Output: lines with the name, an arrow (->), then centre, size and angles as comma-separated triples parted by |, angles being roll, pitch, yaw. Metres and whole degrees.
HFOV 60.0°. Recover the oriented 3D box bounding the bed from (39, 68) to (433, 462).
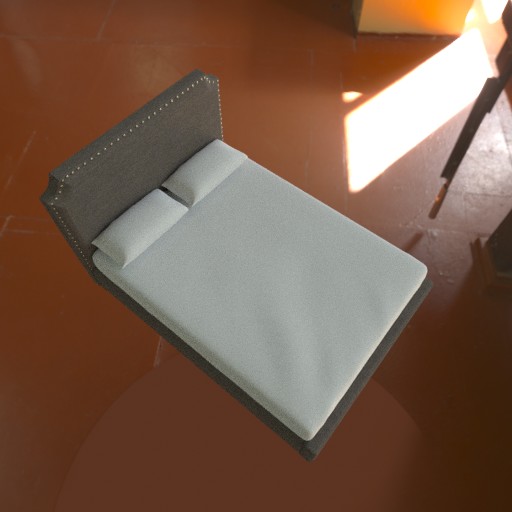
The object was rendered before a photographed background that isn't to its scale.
bed -> 0.000, 0.000, 3.433 | 2.381, 1.457, 1.713 | 35, 64, 19
